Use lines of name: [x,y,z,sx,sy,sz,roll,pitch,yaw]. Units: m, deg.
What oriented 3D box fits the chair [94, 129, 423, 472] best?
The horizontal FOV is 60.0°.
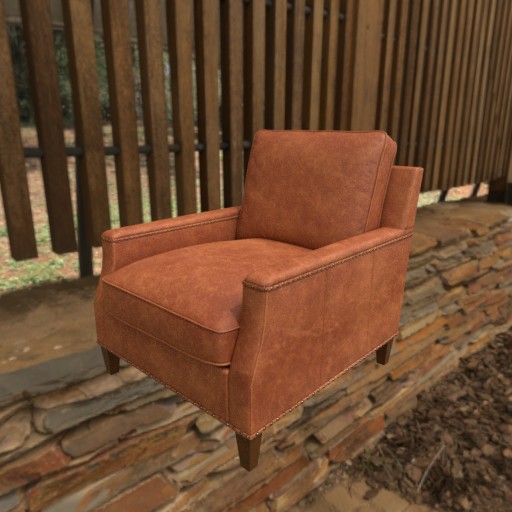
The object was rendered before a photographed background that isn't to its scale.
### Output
chair: [0.000,0.000,1.725,0.853,0.943,1.014,14,21,41]
